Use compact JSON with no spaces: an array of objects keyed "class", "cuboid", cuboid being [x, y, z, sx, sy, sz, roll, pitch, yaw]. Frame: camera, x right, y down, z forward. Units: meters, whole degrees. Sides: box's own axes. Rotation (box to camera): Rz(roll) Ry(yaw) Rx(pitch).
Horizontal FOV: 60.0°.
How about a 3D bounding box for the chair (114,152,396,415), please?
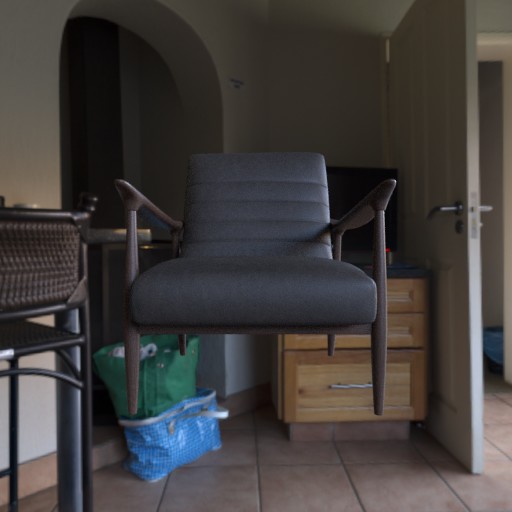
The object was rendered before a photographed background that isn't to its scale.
[{"class":"chair","cuboid":[0.000,0.000,1.469,0.741,0.831,0.798,0,1,0]}]
